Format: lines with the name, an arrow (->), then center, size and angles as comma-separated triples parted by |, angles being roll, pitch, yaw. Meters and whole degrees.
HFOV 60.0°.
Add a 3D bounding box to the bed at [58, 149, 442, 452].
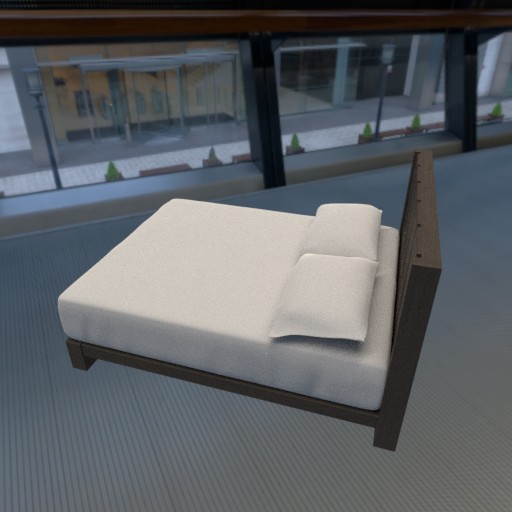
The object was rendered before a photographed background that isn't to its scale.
bed -> 0.000, 0.000, 3.249 | 2.242, 1.270, 1.727 | 9, 32, 15
